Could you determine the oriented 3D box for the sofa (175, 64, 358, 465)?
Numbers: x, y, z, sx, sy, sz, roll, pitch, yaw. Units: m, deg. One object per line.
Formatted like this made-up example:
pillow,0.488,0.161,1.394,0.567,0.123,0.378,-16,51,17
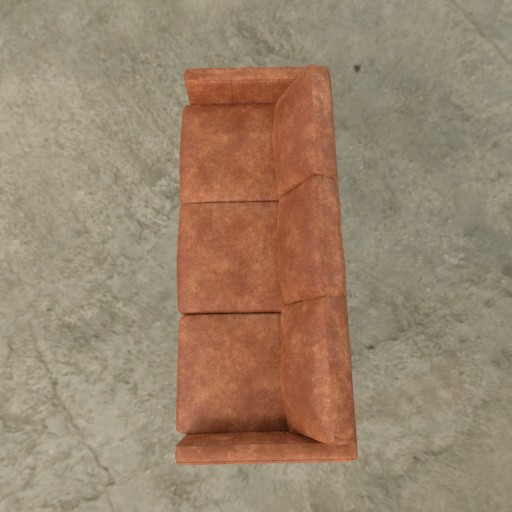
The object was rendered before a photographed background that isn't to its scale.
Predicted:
sofa,0.000,0.000,2.957,1.045,1.006,2.464,-1,75,0
